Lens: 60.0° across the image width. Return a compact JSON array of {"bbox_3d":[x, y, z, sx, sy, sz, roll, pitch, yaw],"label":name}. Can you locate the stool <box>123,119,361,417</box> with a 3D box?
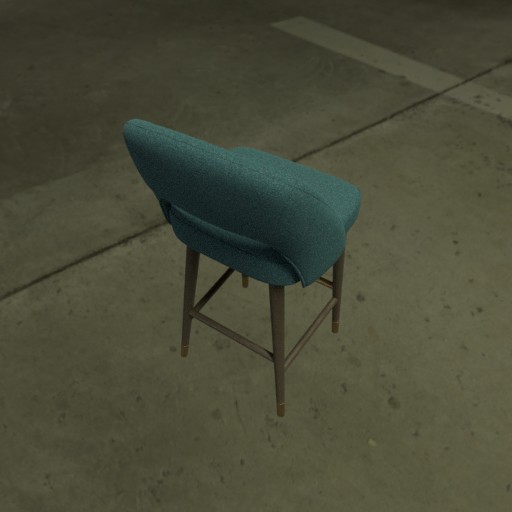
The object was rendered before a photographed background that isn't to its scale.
[{"bbox_3d":[0.000,0.000,1.366,0.536,1.032,0.522,25,50,23],"label":"stool"}]
